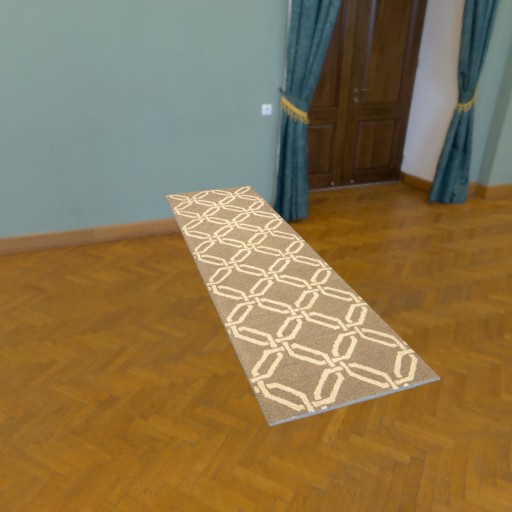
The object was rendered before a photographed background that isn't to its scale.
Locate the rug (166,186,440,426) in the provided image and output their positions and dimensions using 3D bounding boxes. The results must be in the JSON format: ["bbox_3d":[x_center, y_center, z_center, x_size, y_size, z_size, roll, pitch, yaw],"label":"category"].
[{"bbox_3d":[0.000,0.000,2.501,0.678,0.014,2.276,-9,29,-16],"label":"rug"}]
